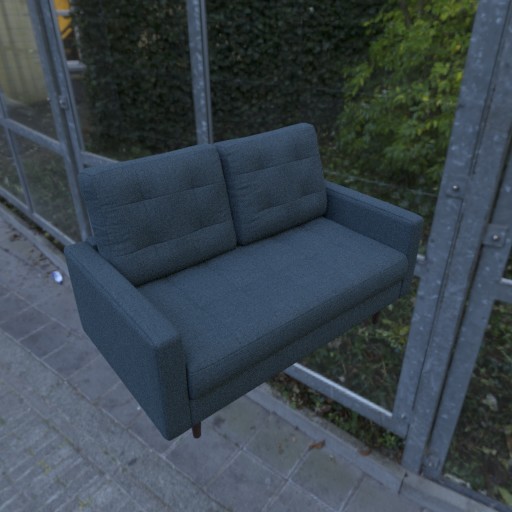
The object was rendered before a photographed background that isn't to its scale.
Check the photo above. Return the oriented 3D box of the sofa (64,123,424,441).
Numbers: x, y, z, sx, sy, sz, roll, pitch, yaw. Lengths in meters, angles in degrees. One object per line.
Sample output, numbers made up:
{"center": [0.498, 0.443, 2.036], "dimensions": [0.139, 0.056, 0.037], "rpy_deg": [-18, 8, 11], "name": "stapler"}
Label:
{"center": [0.000, 0.000, 1.981], "dimensions": [1.407, 0.907, 0.842], "rpy_deg": [-22, 37, -33], "name": "sofa"}
